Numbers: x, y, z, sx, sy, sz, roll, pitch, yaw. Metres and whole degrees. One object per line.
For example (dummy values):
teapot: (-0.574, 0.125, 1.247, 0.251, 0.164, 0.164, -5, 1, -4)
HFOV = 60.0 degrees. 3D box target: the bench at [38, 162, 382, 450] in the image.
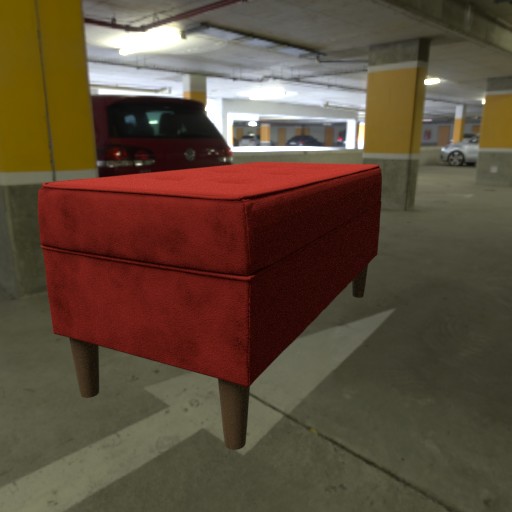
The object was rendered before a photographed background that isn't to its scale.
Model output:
bench: (0.000, 0.000, 1.252, 0.492, 0.471, 1.016, 7, 16, 26)
